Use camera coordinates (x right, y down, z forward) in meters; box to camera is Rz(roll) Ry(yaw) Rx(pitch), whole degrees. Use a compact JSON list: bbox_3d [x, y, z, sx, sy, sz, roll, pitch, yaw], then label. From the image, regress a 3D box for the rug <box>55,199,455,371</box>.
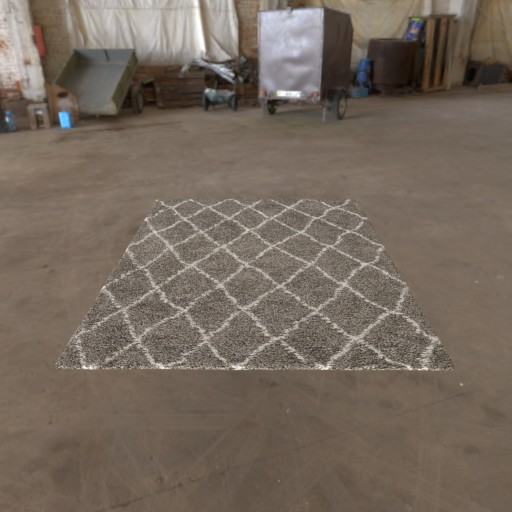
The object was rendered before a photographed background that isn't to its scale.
[{"bbox_3d":[0.000,0.000,4.040,2.438,0.029,3.047,0,27,0],"label":"rug"}]
